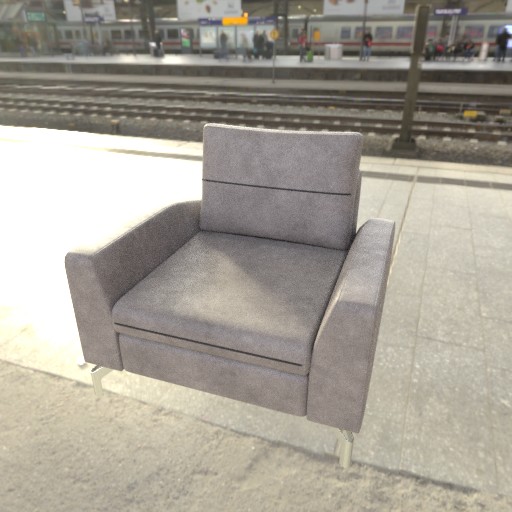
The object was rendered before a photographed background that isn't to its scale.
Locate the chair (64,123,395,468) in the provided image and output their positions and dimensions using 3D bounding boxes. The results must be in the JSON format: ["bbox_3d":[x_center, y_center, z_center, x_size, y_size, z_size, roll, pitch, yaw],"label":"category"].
[{"bbox_3d":[0.000,0.000,1.567,0.900,0.800,0.900,9,27,17],"label":"chair"}]
